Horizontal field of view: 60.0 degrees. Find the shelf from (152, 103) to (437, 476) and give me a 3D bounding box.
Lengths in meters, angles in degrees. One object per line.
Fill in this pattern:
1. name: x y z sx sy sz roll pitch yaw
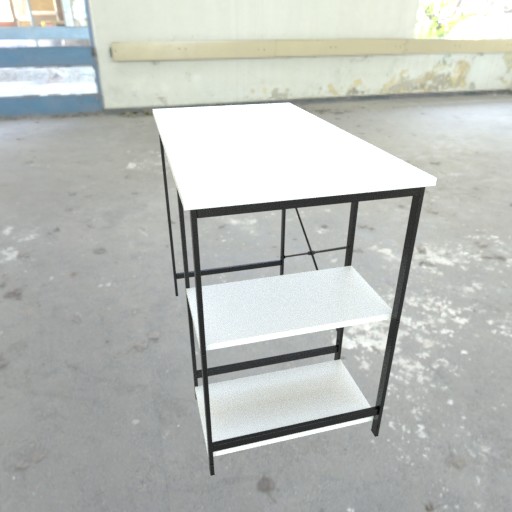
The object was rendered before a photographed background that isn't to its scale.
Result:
1. shelf: 0.000 0.000 1.378 0.498 0.750 0.902 -7 29 -13
